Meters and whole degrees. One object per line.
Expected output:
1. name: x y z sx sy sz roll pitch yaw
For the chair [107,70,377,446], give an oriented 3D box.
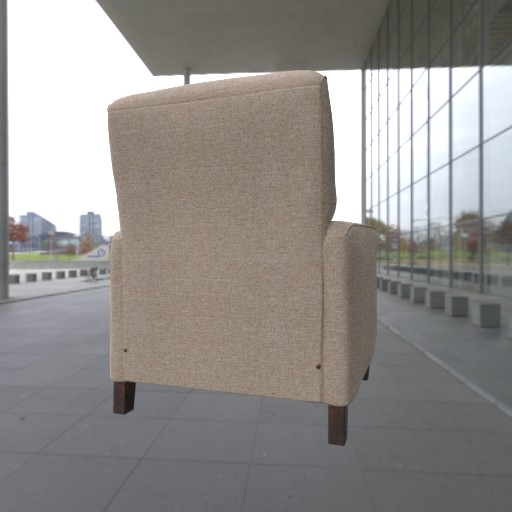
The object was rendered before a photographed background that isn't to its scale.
1. chair: 0.000 0.000 1.639 0.841 1.028 0.858 0 0 19
